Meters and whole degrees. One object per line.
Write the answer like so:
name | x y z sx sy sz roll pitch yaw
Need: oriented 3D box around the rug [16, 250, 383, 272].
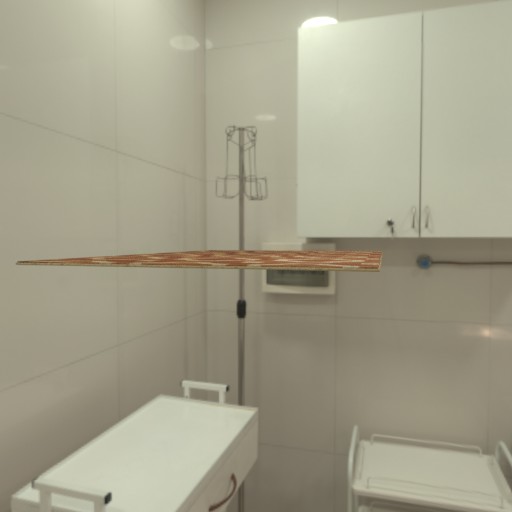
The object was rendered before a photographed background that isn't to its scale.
rug | 0.000 0.000 2.841 1.555 0.016 2.286 1 2 16
